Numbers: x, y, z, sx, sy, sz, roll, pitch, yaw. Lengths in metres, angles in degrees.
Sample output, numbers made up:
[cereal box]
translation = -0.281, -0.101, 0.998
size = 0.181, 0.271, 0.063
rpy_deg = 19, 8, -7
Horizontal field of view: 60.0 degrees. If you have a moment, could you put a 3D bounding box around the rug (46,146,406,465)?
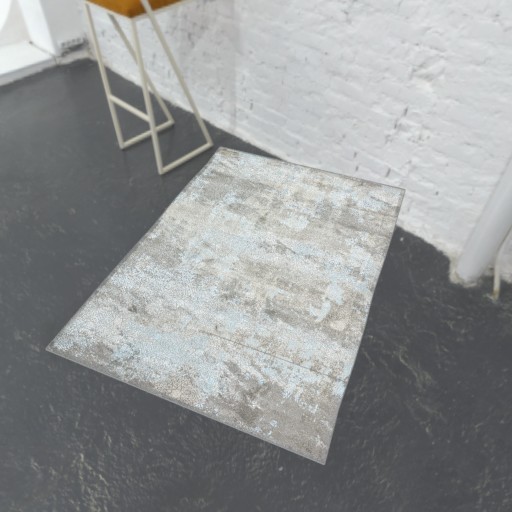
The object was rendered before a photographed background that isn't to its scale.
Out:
[rug]
translation = 0.000, 0.000, 4.393
size = 2.393, 0.013, 3.307
rpy_deg = 17, 48, 15
